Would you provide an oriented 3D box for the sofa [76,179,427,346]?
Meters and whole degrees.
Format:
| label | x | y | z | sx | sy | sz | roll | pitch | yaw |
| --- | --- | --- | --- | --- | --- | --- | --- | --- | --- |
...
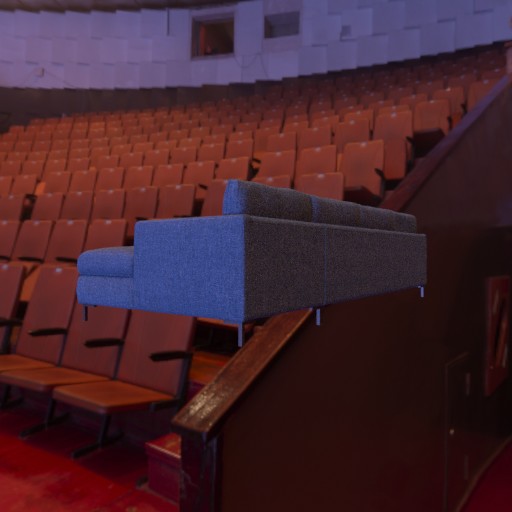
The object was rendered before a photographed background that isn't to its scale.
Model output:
| label | x | y | z | sx | sy | sz | roll | pitch | yaw |
| --- | --- | --- | --- | --- | --- | --- | --- | --- | --- |
| sofa | 0.000 | 0.000 | 3.510 | 1.879 | 0.753 | 2.737 | 0 | 1 | 37 |
